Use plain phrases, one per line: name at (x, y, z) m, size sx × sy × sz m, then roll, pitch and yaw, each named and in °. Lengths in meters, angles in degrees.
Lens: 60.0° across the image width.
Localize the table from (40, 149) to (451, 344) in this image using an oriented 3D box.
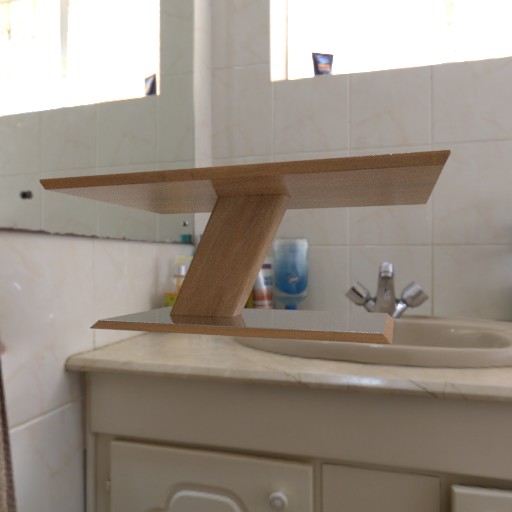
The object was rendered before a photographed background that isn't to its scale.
table at (0.000, 0.000, 1.445) m, size 1.100 × 0.441 × 0.692 m, roll 0°, pitch -1°, yaw 18°
